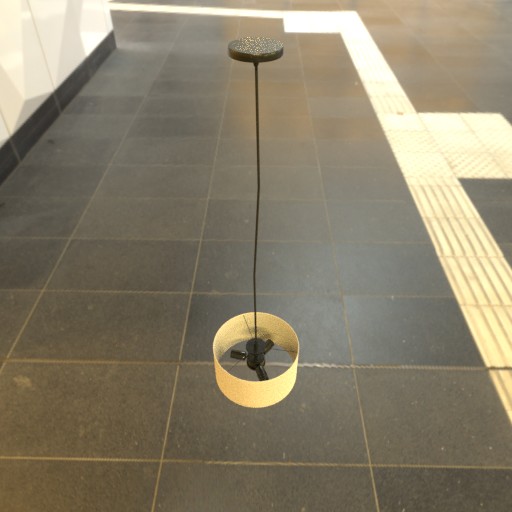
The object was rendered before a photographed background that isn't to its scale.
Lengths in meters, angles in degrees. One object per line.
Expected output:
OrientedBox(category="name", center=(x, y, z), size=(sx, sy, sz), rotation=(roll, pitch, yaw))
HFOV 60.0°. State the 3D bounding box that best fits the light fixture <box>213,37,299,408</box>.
OrientedBox(category="light fixture", center=(0.000, 0.000, 1.698), size=(0.399, 1.516, 0.399), rotation=(0, 41, 0))
